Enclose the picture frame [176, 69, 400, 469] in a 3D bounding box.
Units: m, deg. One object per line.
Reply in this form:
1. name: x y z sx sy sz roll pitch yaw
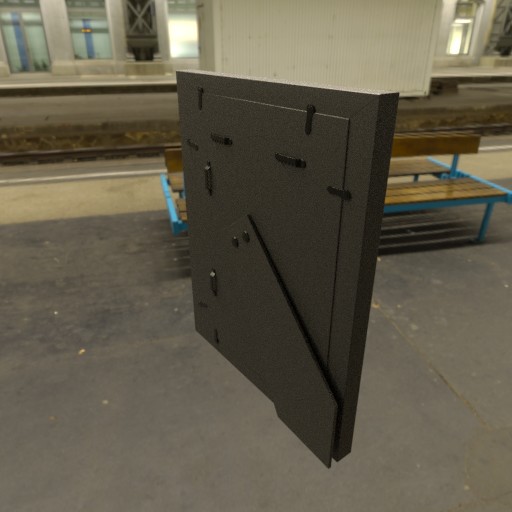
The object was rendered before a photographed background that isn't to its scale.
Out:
1. picture frame: 0.000 0.000 0.514 0.036 0.383 0.307 -19 32 -33
